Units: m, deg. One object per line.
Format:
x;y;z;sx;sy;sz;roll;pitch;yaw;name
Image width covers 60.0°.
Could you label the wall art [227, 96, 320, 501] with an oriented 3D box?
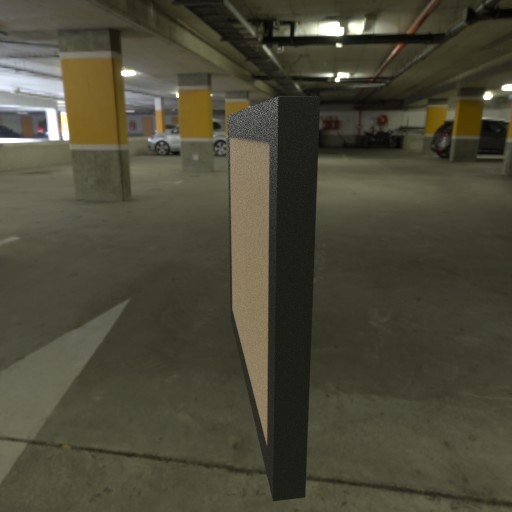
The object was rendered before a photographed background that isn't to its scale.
0.000;0.000;0.512;0.028;0.321;0.381;-2;16;-8;wall art
